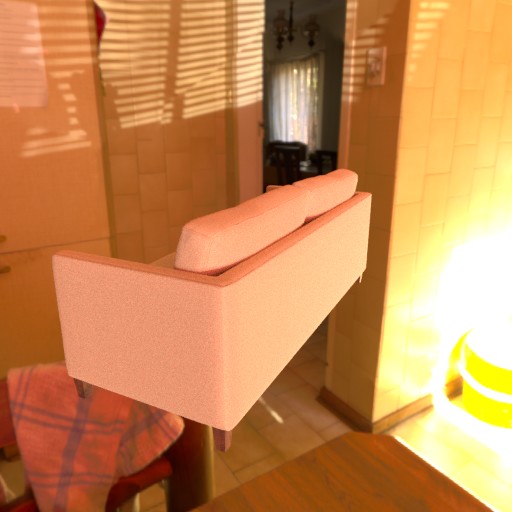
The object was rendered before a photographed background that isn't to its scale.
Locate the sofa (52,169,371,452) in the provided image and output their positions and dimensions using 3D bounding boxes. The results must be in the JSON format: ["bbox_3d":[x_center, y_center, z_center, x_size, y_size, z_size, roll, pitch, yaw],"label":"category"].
[{"bbox_3d":[0.000,0.000,2.875,0.951,0.968,2.361,9,19,26],"label":"sofa"}]
